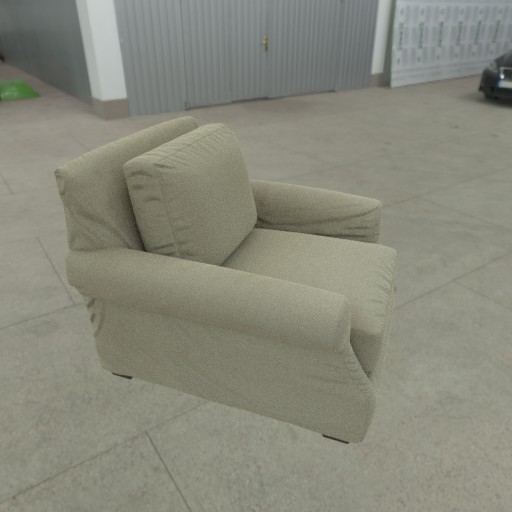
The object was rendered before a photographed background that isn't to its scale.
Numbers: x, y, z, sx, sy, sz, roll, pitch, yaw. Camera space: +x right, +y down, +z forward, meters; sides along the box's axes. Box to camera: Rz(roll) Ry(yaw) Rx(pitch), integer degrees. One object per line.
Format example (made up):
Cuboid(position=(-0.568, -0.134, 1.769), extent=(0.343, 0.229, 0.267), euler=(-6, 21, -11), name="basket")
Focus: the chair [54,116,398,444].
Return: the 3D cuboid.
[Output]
Cuboid(position=(0.000, 0.000, 1.701), extent=(1.066, 0.866, 0.940), euler=(10, 31, 18), name="chair")
